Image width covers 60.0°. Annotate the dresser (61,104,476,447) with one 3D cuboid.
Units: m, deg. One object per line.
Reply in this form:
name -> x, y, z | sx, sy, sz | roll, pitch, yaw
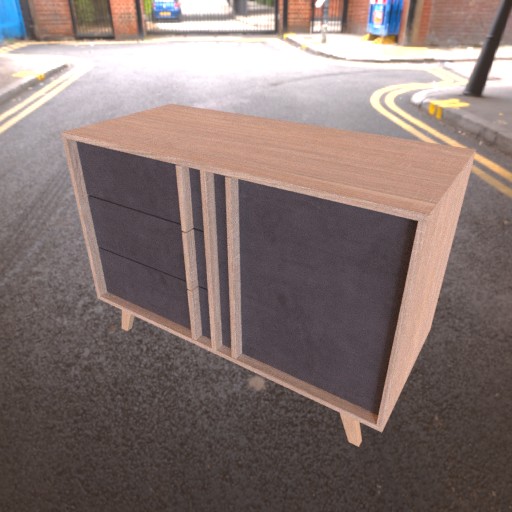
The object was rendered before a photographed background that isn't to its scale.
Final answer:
dresser -> 0.000, 0.000, 1.486 | 1.110, 0.780, 0.500 | 18, 35, 28
